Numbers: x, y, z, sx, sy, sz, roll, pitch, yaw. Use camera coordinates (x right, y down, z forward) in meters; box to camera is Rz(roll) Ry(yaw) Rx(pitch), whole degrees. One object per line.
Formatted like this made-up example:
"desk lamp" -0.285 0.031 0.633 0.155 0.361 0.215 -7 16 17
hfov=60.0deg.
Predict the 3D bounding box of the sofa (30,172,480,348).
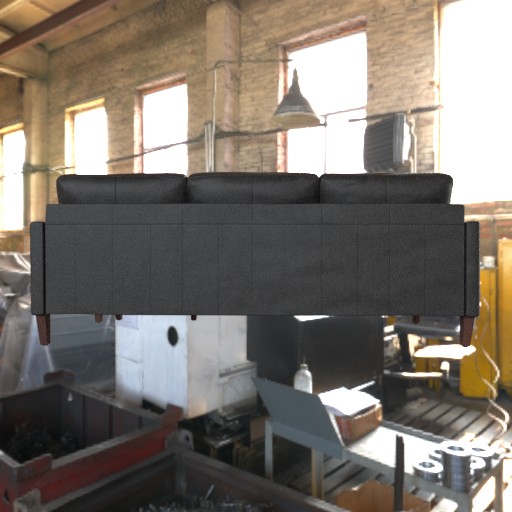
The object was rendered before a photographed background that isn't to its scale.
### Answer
"sofa" 0.000 0.000 2.862 2.178 0.876 1.497 0 1 1
